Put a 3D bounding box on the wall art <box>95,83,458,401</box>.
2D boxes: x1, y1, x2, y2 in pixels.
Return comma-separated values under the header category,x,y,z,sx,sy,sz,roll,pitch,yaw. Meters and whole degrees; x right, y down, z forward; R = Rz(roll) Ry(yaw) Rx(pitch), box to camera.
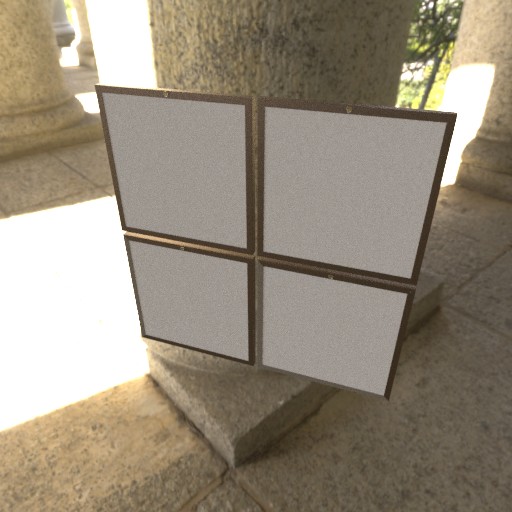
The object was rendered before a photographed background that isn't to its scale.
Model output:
category,x,y,z,sx,sy,sz,roll,pitch,yaw
wall art,0.000,0.000,1.489,1.032,1.032,0.030,11,34,16
